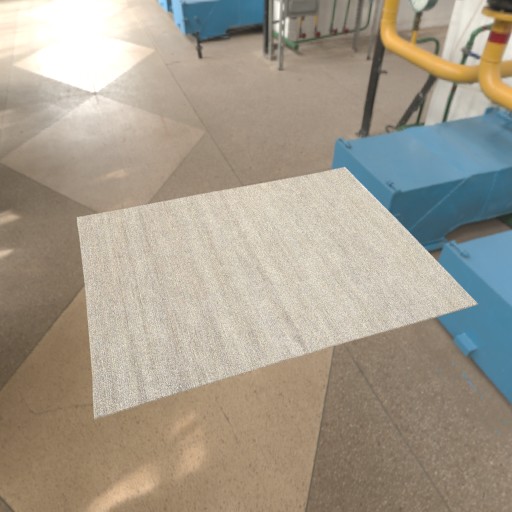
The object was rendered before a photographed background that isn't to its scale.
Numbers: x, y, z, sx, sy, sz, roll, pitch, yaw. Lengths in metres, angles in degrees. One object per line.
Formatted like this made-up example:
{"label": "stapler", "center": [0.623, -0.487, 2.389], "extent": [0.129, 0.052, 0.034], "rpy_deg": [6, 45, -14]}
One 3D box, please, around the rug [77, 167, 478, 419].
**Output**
{"label": "rug", "center": [0.000, 0.000, 4.817], "extent": [3.626, 0.051, 2.757], "rpy_deg": [-13, 43, -14]}
